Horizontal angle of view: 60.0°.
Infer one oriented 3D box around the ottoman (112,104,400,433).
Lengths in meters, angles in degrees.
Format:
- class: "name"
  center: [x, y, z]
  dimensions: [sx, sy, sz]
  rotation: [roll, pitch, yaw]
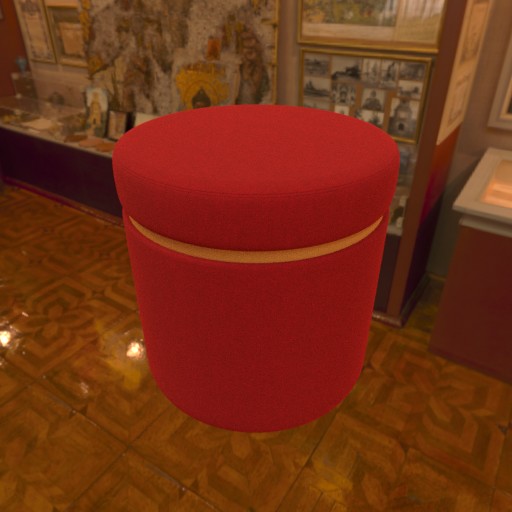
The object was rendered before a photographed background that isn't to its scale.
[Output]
- class: "ottoman"
  center: [0.000, 0.000, 0.733]
  dimensions: [0.400, 0.406, 0.400]
  rotation: [0, 32, 0]
